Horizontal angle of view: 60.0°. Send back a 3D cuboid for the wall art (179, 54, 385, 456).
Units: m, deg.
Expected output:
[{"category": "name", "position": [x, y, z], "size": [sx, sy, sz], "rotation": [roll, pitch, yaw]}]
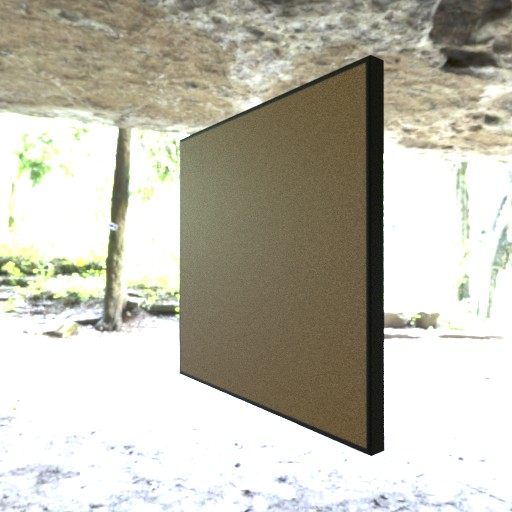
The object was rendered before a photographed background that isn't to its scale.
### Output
[{"category": "wall art", "position": [0.000, 0.000, 0.774], "size": [0.028, 0.511, 0.513], "rotation": [0, 0, -38]}]
